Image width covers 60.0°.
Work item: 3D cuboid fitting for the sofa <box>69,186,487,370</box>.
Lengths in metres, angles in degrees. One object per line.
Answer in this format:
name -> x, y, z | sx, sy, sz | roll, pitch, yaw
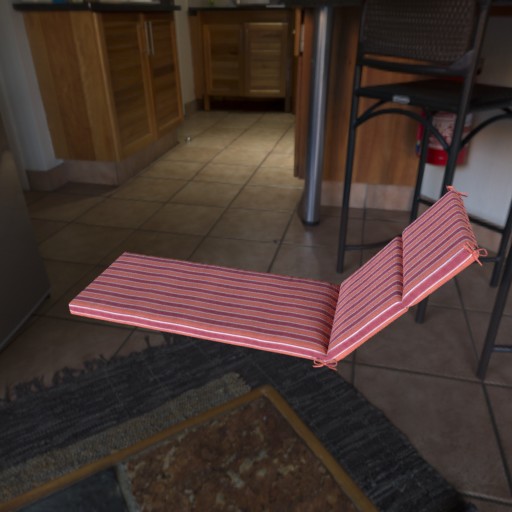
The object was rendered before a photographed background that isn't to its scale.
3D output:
sofa -> 0.000, 0.000, 1.934 | 1.663, 0.622, 0.582 | 8, 31, 13
